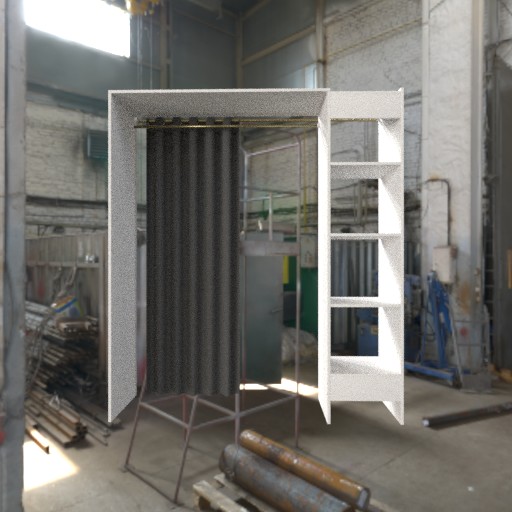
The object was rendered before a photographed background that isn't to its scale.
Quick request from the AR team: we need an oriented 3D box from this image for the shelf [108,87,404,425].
[{"bbox_3d":[0.000,0.000,2.646,1.600,1.810,0.500,0,0,1],"label":"shelf"}]
